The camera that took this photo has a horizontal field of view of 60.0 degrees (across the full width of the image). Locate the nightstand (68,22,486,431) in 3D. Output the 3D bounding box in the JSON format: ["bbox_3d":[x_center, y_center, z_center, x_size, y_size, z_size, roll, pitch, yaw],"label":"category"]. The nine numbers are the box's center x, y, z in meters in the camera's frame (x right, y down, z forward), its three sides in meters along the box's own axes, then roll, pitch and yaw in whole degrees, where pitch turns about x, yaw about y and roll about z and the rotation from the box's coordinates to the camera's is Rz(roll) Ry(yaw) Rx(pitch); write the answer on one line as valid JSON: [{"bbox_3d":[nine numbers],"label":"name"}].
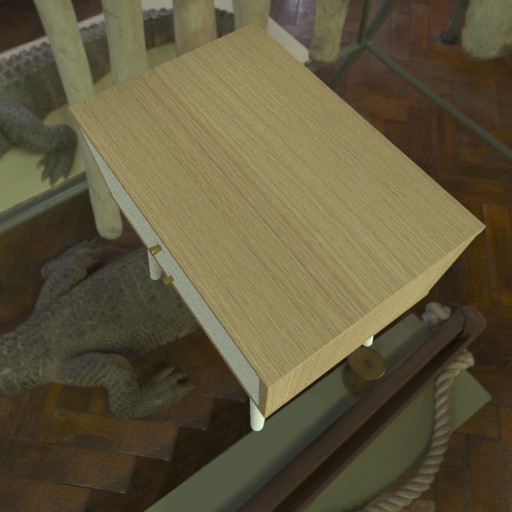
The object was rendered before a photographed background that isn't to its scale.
[{"bbox_3d":[0.000,0.000,0.961,0.407,0.610,0.571,-32,67,-16],"label":"nightstand"}]
